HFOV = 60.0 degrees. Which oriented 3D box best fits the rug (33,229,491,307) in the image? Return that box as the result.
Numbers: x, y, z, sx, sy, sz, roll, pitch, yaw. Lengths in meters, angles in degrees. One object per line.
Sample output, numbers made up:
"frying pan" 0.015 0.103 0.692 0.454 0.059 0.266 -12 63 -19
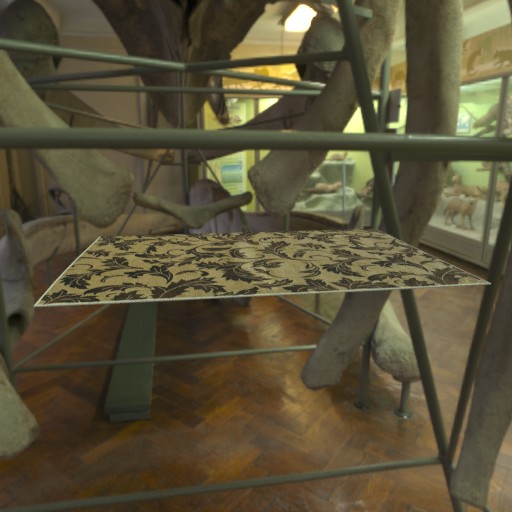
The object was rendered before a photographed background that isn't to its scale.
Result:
"rug" 0.000 0.000 2.891 2.284 0.008 1.522 -2 15 -8
